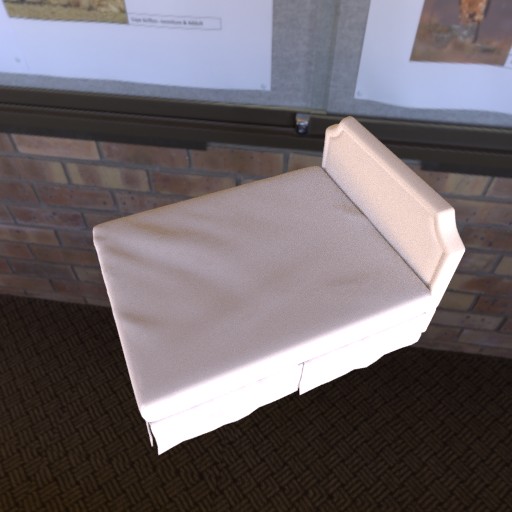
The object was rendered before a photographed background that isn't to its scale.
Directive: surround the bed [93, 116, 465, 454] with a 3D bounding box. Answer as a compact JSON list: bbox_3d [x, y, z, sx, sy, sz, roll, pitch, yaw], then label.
[{"bbox_3d":[0.000,0.000,3.688,2.498,1.293,1.977,-18,50,-16],"label":"bed"}]
